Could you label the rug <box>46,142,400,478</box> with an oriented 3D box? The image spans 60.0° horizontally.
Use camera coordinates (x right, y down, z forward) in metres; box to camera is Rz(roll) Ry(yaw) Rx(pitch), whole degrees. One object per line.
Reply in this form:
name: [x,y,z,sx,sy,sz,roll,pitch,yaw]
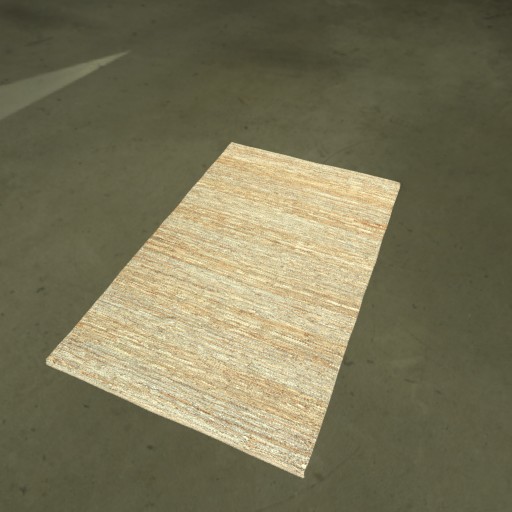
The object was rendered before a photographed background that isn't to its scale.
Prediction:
rug: [0.000,0.000,3.026,1.529,0.009,2.446,17,49,16]
